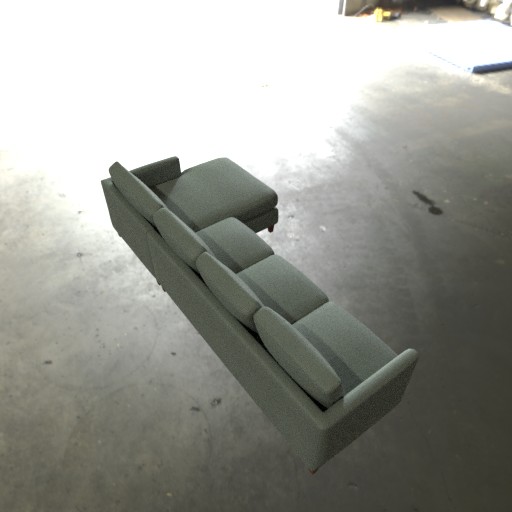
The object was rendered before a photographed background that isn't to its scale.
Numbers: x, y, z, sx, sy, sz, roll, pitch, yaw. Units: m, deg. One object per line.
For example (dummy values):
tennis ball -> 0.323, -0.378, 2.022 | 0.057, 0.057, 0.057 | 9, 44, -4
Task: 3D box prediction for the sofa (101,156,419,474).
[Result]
sofa -> 0.000, 0.000, 4.171 | 1.604, 0.950, 3.471 | -26, 48, -26
